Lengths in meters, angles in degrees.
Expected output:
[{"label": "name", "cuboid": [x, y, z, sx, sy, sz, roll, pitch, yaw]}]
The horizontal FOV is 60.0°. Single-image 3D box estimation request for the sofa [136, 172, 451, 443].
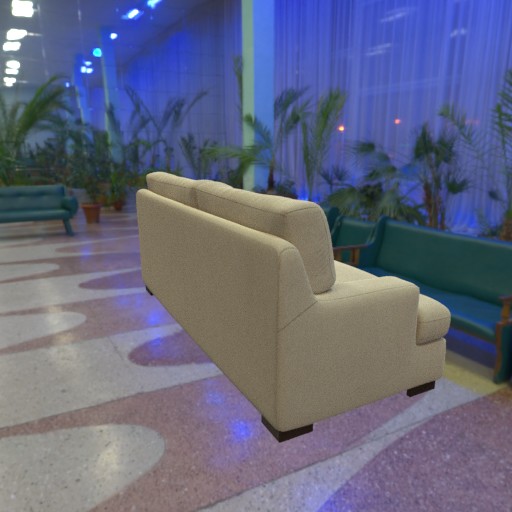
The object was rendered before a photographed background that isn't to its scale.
[{"label": "sofa", "cuboid": [0.000, 0.000, 2.678, 0.929, 0.925, 2.147, -7, 16, -27]}]
